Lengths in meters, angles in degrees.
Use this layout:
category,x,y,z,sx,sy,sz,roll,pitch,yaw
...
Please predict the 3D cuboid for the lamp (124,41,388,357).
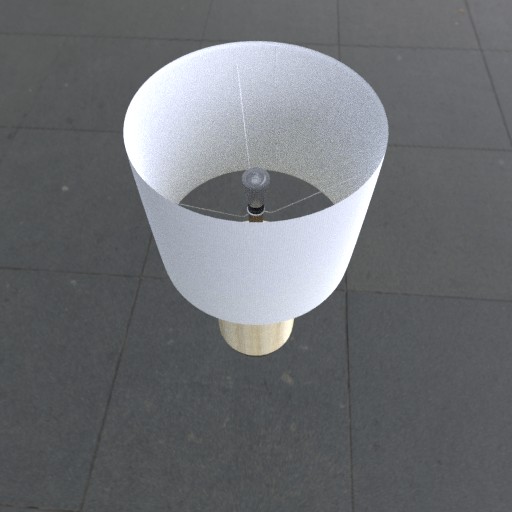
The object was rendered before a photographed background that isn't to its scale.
category,x,y,z,sx,sy,sz,roll,pitch,yaw
lamp,0.000,0.000,0.569,0.228,0.444,0.228,17,59,10
